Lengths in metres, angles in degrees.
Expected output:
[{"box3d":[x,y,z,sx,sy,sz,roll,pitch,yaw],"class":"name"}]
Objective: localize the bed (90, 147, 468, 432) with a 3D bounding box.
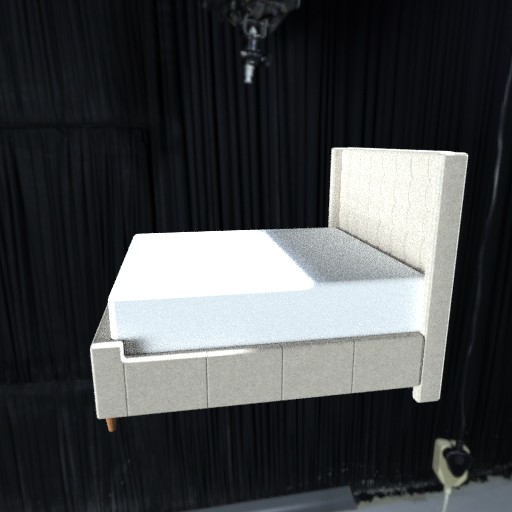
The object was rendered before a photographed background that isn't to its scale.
[{"box3d":[0.000,0.000,3.735,2.370,1.743,2.045,-3,15,-10],"class":"bed"}]
